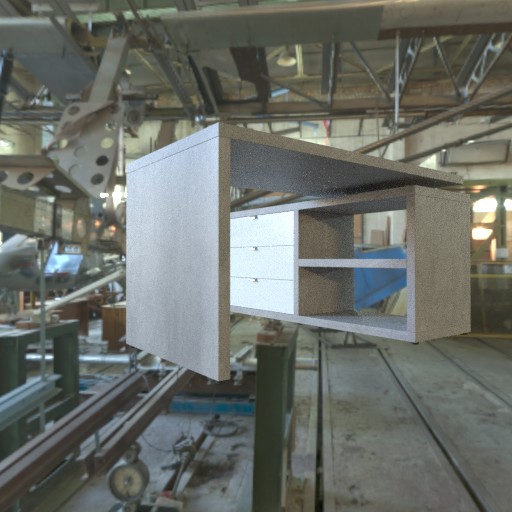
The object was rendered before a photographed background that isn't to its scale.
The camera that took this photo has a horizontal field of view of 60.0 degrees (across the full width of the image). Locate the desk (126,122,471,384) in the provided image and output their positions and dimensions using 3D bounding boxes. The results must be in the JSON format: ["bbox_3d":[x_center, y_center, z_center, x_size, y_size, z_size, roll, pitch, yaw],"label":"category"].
[{"bbox_3d":[0.000,0.000,2.264,1.400,0.740,1.500,0,-1,-37],"label":"desk"}]
